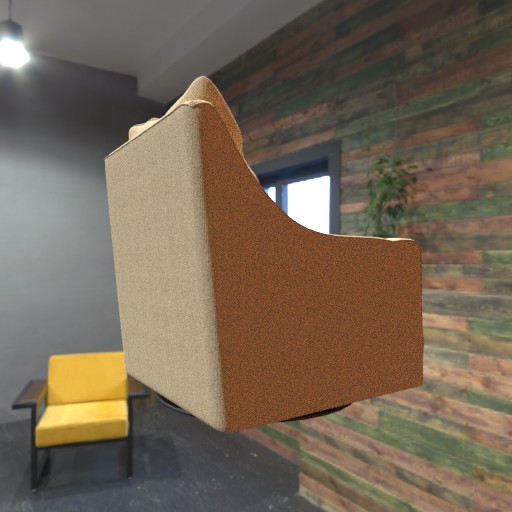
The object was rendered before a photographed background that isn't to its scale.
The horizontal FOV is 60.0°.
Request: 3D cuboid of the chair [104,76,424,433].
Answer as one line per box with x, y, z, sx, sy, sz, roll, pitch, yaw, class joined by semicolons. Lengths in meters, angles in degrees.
0.000;0.000;1.567;0.876;0.927;0.760;1;-1;-34;chair
